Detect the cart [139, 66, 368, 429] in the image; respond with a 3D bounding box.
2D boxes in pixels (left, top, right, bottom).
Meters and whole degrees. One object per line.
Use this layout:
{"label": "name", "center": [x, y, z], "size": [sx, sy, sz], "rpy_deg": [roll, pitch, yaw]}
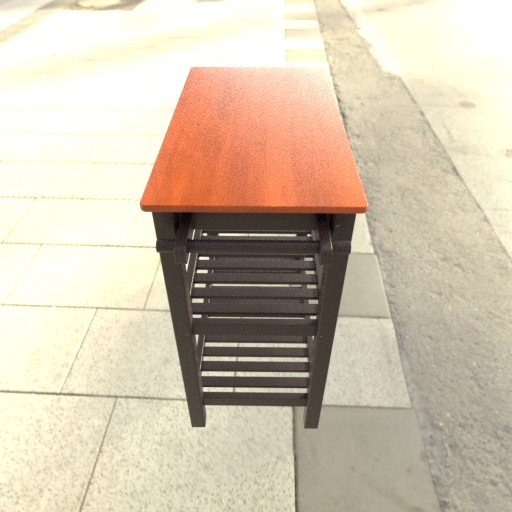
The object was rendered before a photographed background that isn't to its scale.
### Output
{"label": "cart", "center": [0.000, 0.000, 1.472], "size": [0.457, 0.927, 0.899], "rpy_deg": [0, 41, 1]}
